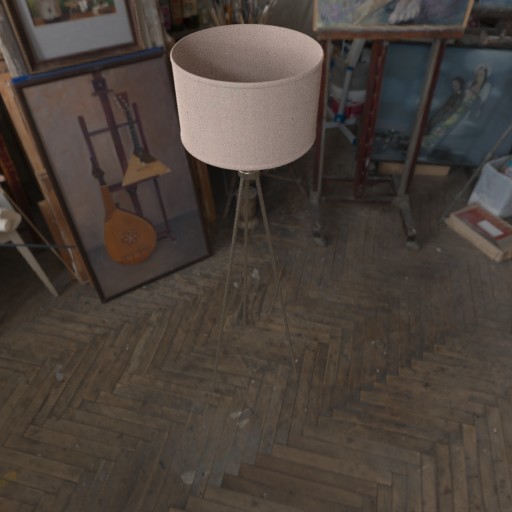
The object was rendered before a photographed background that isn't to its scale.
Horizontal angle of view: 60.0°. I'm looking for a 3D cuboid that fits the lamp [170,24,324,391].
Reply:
[{"bbox_3d":[0.000,0.000,1.726,0.460,1.545,0.449,14,47,14],"label":"lamp"}]
